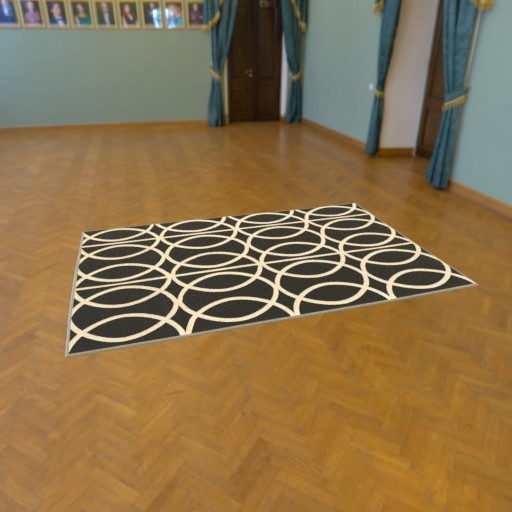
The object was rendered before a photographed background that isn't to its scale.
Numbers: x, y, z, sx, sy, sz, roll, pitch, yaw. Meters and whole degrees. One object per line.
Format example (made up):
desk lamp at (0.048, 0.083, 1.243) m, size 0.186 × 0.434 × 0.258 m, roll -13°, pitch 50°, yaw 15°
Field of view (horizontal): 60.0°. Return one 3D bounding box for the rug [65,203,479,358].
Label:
rug at (0.000, 0.000, 2.964) m, size 2.294 × 0.014 × 1.528 m, roll -8°, pitch 27°, yaw -15°
